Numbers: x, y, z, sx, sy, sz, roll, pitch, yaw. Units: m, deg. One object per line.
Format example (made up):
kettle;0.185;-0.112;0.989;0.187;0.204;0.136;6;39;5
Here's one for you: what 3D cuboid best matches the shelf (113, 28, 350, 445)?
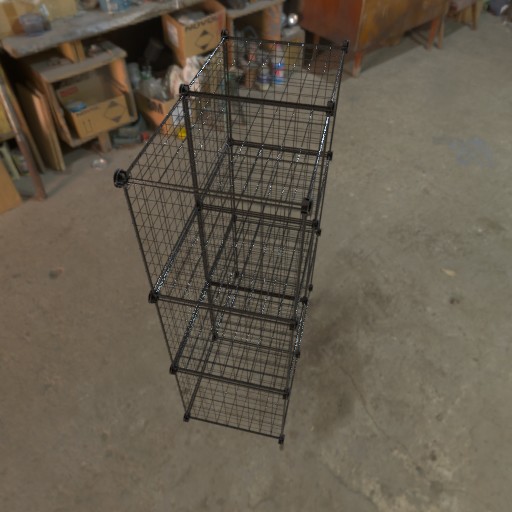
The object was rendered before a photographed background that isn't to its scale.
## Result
shelf;0.000;0.000;1.377;0.356;1.067;0.711;10;48;9
